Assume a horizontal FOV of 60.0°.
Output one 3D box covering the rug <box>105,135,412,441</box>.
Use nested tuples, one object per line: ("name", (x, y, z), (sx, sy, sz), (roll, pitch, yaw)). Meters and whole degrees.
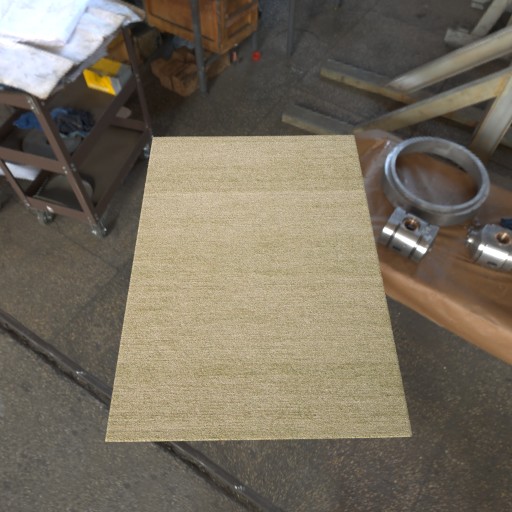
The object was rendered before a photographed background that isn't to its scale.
("rug", (0.000, 0.000, 5.065), (2.782, 0.025, 3.935), (-1, 57, 0))
